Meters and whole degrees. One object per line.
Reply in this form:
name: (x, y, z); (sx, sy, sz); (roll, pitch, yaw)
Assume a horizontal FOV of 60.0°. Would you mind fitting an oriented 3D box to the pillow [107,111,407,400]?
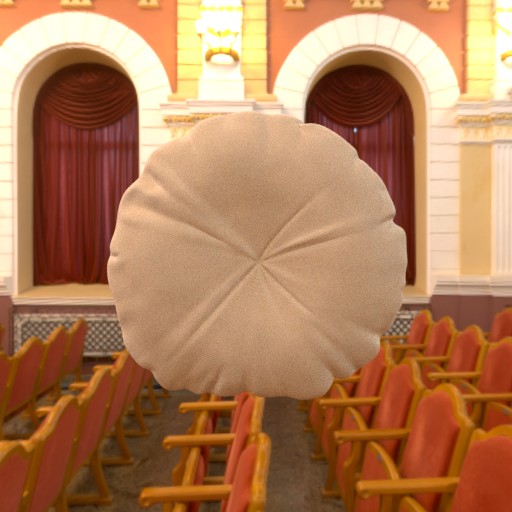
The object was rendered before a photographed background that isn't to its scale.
pillow: (0.000, 0.000, 0.643); (0.428, 0.407, 0.148); (0, 0, 0)
